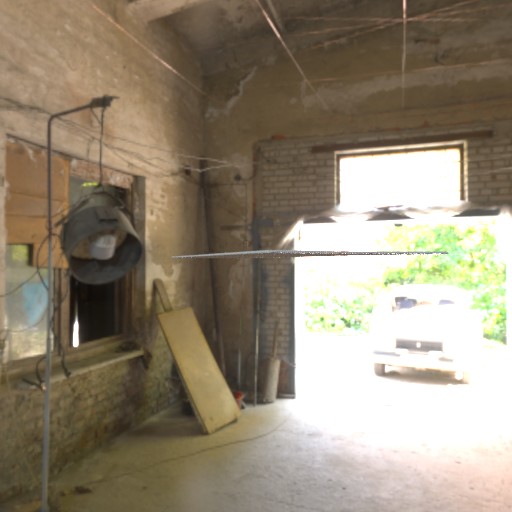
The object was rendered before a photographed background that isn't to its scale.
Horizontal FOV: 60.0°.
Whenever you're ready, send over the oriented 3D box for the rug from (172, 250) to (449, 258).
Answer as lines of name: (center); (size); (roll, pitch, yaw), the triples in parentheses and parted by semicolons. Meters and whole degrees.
rug: (0.000, 0.000, 2.513); (0.666, 0.011, 2.294); (0, -1, -18)
